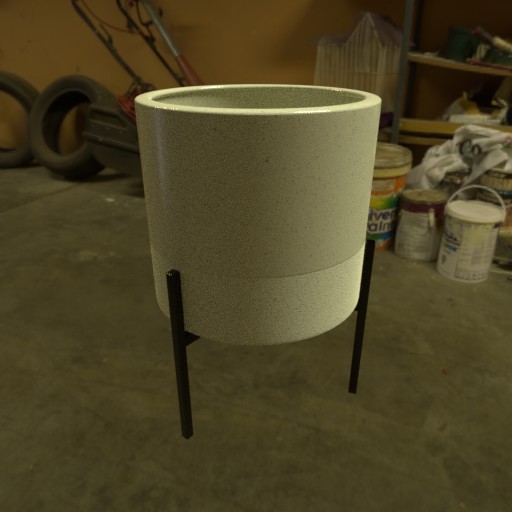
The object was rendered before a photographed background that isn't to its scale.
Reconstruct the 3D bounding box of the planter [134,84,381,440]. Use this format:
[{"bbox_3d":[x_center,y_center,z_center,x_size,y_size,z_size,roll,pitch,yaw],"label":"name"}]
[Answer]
[{"bbox_3d":[0.000,0.000,0.333,0.152,0.230,0.159,-9,27,-17],"label":"planter"}]
